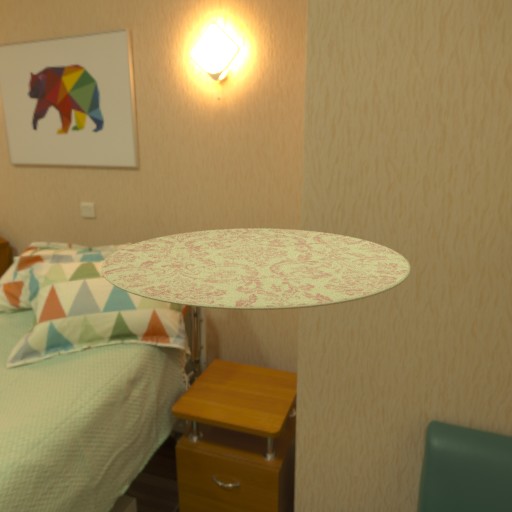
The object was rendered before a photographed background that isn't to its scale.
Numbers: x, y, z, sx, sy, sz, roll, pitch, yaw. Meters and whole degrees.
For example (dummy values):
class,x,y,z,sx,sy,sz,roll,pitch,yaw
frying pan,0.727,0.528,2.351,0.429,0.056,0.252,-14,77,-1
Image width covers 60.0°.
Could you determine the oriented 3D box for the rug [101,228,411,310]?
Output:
class,x,y,z,sx,sy,sz,roll,pitch,yaw
rug,0.000,0.000,2.407,1.593,0.012,1.593,0,14,0
